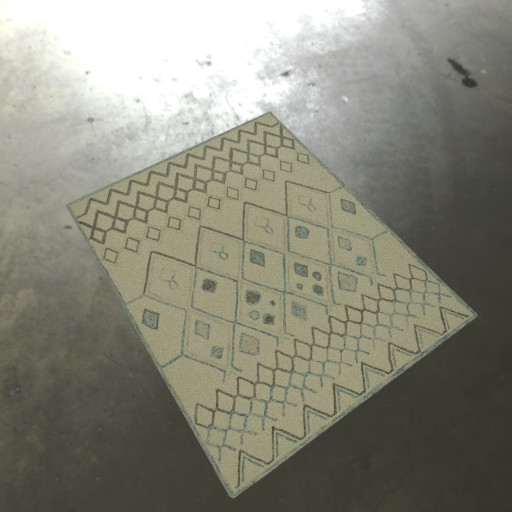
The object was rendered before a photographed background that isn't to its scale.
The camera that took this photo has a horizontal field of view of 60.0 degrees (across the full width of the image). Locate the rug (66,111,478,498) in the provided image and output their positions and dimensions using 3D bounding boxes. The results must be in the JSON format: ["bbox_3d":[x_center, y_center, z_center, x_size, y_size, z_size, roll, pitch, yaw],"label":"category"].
[{"bbox_3d":[0.000,0.000,4.025,2.441,0.013,3.056,-30,63,-17],"label":"rug"}]
